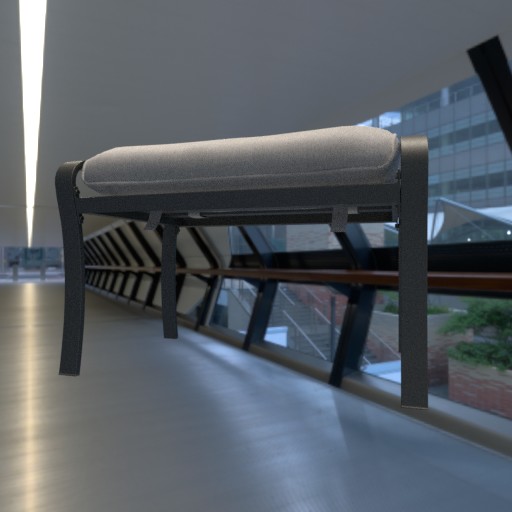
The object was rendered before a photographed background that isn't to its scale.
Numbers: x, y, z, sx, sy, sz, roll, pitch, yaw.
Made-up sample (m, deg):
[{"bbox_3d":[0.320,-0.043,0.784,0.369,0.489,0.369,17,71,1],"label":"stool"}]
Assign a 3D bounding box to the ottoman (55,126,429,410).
[{"bbox_3d":[0.000,0.000,0.875,0.610,0.422,0.406,0,0,17],"label":"ottoman"}]
